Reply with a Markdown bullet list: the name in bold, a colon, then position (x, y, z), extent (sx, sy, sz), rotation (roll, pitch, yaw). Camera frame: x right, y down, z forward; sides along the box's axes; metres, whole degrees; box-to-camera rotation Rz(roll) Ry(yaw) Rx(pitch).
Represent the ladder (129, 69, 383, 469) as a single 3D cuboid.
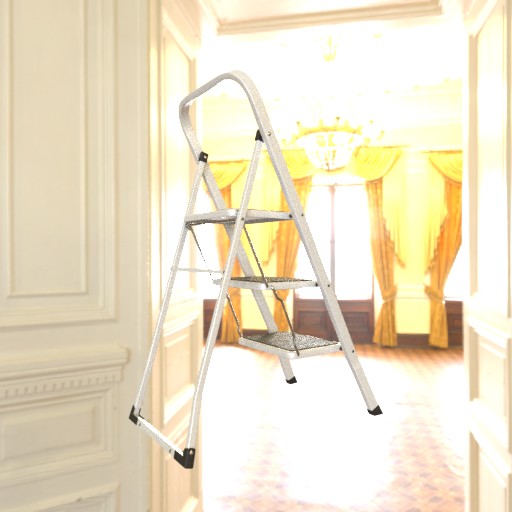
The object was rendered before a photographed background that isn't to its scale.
- **ladder**: position (0.000, 0.000, 1.453), extent (0.711, 1.050, 0.460), rotation (0, 0, -35)
